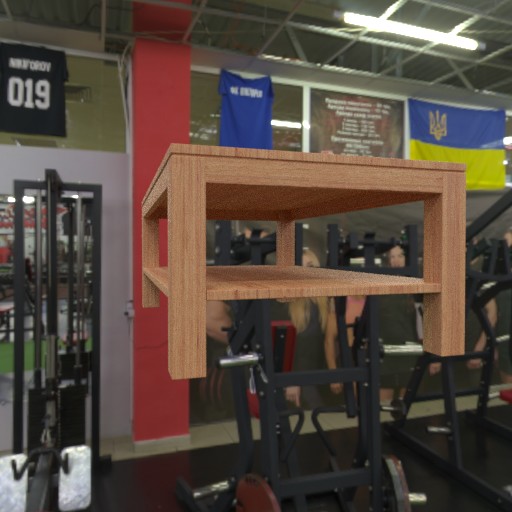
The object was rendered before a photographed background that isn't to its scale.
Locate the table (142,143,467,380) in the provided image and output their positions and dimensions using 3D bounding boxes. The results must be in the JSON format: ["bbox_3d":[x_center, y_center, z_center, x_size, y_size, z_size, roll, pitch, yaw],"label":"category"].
[{"bbox_3d":[0.000,0.000,1.502,0.695,0.457,1.146,0,1,-17],"label":"table"}]
